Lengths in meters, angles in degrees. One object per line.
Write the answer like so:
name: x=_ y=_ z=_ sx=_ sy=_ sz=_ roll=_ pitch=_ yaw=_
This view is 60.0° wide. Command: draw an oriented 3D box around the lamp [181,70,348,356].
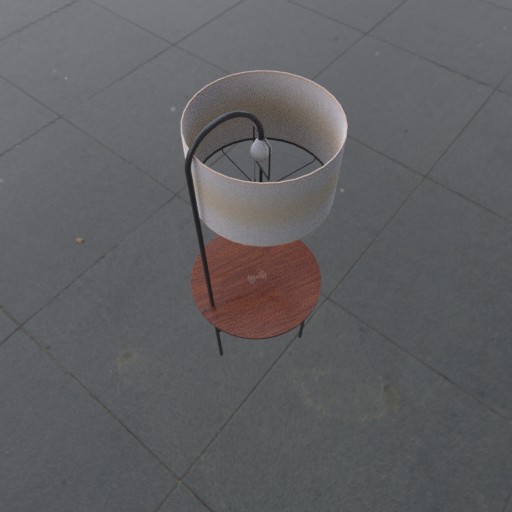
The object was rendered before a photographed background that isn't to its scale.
lamp: x=0.000 y=0.000 z=1.808 sx=0.573 sy=1.517 sz=0.573 roll=0 pitch=57 yaw=0
